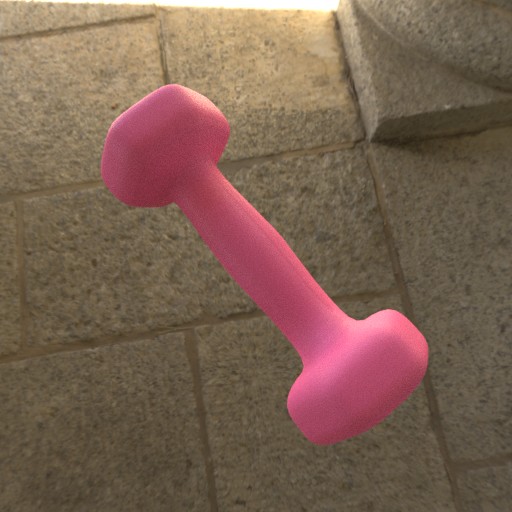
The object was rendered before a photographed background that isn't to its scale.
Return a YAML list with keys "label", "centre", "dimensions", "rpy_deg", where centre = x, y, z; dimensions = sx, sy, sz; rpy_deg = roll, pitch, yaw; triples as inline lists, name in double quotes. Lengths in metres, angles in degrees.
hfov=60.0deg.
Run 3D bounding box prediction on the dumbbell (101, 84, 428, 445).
- label: "dumbbell"
  centre: [0.000, 0.000, 0.174]
  dimensions: [0.058, 0.053, 0.146]
  rpy_deg: [-38, 79, -9]
